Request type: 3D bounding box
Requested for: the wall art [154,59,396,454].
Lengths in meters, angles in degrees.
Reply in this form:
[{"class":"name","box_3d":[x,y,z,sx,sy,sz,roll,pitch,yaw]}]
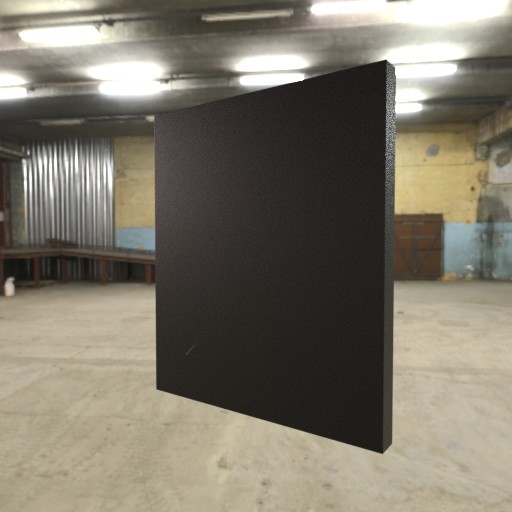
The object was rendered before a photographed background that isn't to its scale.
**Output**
[{"class":"wall art","box_3d":[0.000,0.000,0.533,0.325,0.380,0.028,1,2,36]}]
